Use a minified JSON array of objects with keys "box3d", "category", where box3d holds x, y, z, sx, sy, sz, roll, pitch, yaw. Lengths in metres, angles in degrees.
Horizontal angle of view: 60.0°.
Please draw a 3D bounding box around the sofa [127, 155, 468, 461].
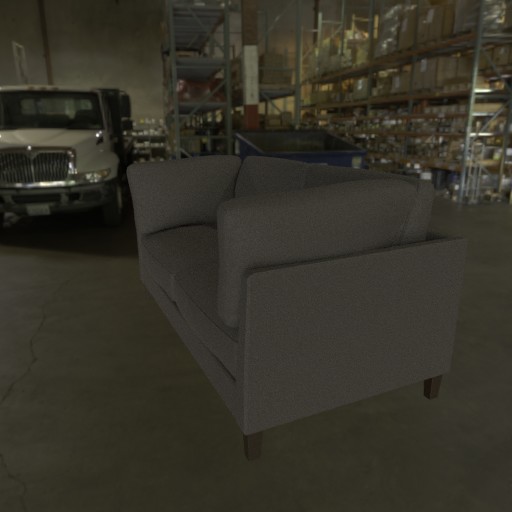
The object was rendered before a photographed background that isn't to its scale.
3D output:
[{"box3d":[0.000,0.000,2.267,0.969,0.920,1.751,-8,18,-24],"category":"sofa"}]
